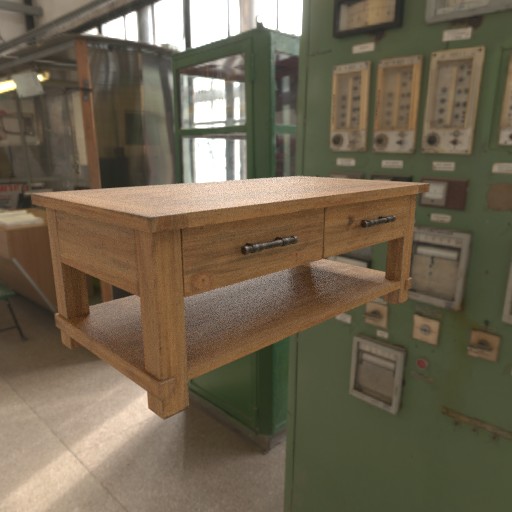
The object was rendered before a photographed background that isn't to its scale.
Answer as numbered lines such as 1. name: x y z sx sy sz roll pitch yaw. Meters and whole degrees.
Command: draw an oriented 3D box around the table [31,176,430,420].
1. table: 0.000 0.000 1.613 1.270 0.494 0.693 -13 19 -43
